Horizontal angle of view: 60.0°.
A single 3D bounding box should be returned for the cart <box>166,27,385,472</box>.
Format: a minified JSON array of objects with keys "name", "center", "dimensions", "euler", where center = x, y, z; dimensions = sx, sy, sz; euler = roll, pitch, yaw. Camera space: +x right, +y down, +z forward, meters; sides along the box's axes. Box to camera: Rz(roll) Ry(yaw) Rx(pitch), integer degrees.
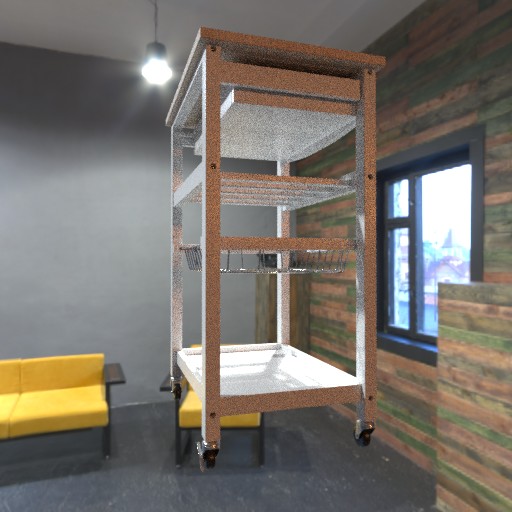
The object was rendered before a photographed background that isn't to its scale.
[{"name":"cart","center":[0.000,0.000,1.167],"dimensions":[0.406,0.857,0.578],"euler":[0,-1,-18]}]
